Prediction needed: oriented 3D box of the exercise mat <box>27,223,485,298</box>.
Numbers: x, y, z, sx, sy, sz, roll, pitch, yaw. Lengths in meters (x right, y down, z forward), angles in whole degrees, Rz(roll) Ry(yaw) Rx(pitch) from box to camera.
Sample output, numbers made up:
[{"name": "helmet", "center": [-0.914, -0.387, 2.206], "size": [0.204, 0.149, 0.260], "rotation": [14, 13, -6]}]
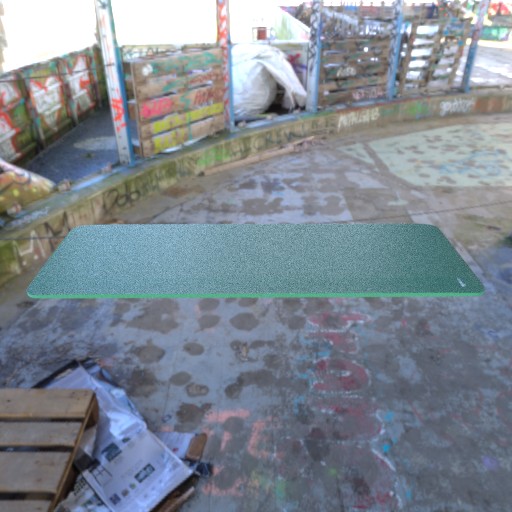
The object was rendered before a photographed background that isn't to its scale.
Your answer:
[{"name": "exercise mat", "center": [0.000, 0.000, 2.022], "size": [1.869, 0.021, 0.616], "rotation": [0, 31, 0]}]
